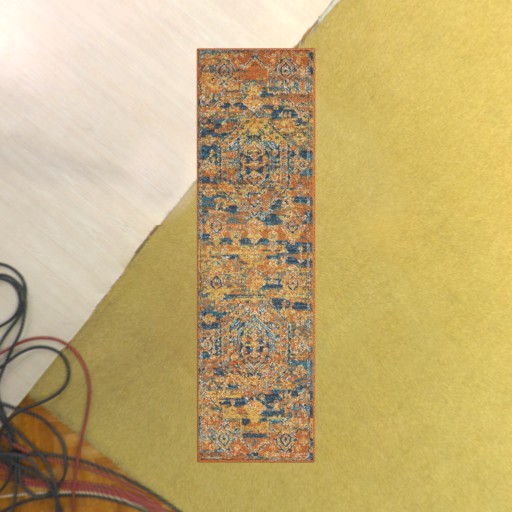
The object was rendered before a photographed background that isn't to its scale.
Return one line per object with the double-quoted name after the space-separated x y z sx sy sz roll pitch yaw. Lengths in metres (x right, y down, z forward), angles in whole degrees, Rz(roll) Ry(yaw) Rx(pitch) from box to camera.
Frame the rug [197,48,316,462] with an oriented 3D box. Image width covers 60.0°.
0.000 0.000 2.432 0.651 0.016 2.274 0 90 0 "rug"
